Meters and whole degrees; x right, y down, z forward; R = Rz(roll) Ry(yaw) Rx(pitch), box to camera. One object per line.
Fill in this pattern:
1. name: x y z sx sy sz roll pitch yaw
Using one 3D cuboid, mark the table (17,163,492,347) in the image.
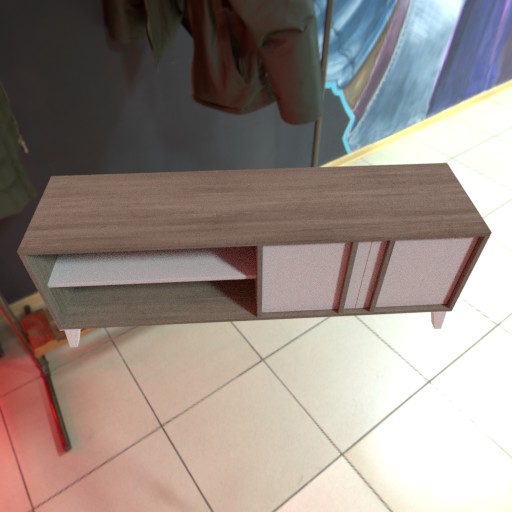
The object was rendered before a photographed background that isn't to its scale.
1. table: 0.000 0.000 1.725 1.500 0.530 0.400 -2 45 -2
